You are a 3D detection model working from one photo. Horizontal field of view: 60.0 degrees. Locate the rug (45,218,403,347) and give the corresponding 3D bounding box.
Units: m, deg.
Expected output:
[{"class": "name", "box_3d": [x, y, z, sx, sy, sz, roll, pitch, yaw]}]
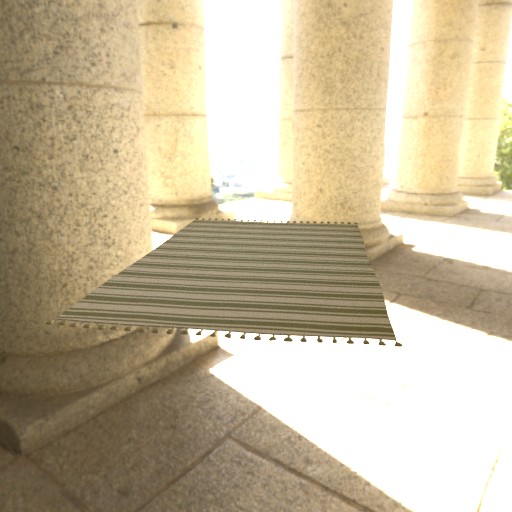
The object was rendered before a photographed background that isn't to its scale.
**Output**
[{"class": "rug", "box_3d": [0.000, 0.000, 2.284, 1.162, 0.013, 1.875, 2, 16, 8]}]
